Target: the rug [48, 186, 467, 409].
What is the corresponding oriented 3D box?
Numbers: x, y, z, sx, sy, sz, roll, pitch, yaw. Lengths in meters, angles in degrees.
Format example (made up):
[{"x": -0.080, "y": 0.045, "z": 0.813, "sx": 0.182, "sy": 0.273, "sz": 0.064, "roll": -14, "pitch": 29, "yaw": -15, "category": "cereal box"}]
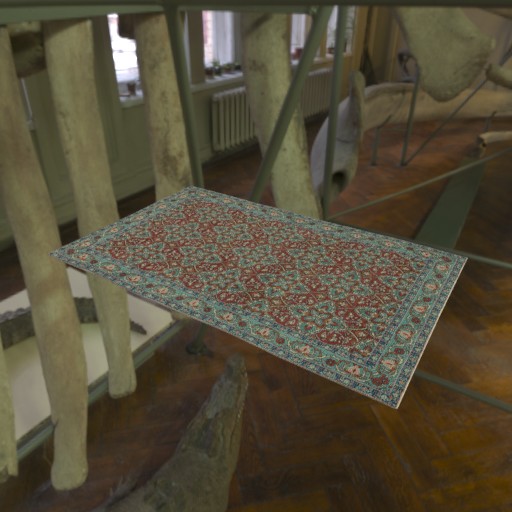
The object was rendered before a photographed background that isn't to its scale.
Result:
[{"x": 0.000, "y": 0.000, "z": 3.033, "sx": 2.439, "sy": 0.011, "sz": 1.533, "roll": 18, "pitch": 35, "yaw": 28, "category": "rug"}]
